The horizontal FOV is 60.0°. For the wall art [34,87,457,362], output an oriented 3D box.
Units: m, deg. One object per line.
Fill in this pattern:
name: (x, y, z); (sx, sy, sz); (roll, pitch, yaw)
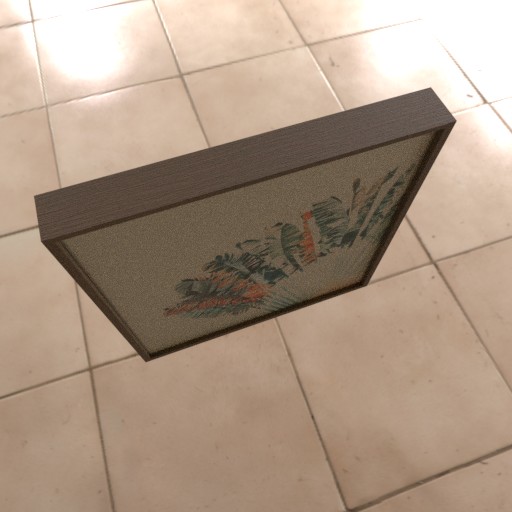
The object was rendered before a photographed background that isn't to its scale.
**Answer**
wall art: (0.000, 0.000, 0.448); (0.304, 0.303, 0.038); (-18, 64, -9)
